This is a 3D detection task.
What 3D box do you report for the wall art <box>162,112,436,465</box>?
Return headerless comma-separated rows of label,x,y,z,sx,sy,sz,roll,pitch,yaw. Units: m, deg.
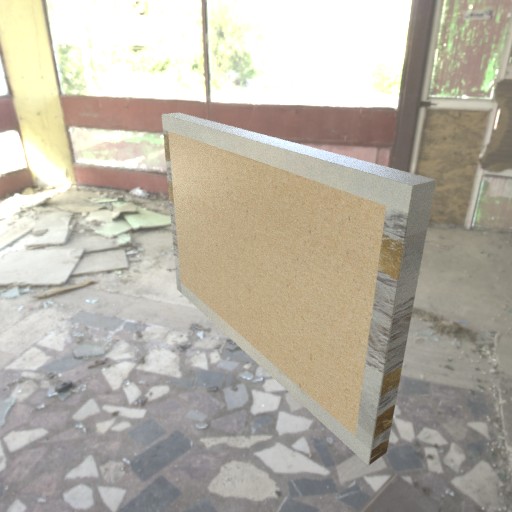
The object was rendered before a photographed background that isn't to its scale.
wall art,0.000,0.000,0.769,0.041,0.407,0.606,-17,31,-31
